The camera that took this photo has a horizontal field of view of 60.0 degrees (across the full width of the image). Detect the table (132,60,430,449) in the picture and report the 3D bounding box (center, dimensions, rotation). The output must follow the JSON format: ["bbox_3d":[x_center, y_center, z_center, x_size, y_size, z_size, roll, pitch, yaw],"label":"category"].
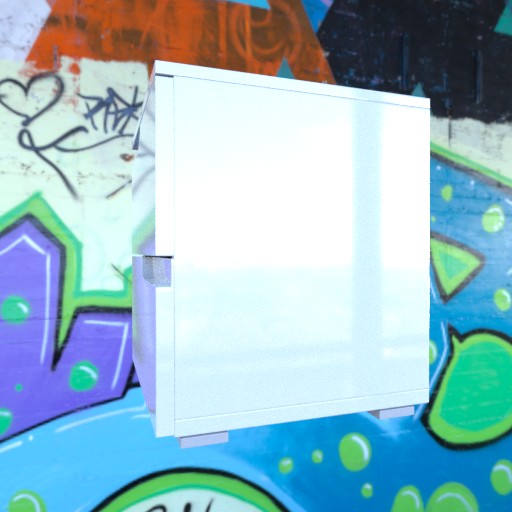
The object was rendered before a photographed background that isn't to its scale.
[{"bbox_3d":[0.000,0.000,0.791,0.400,0.470,0.420,0,1,-19],"label":"table"}]
